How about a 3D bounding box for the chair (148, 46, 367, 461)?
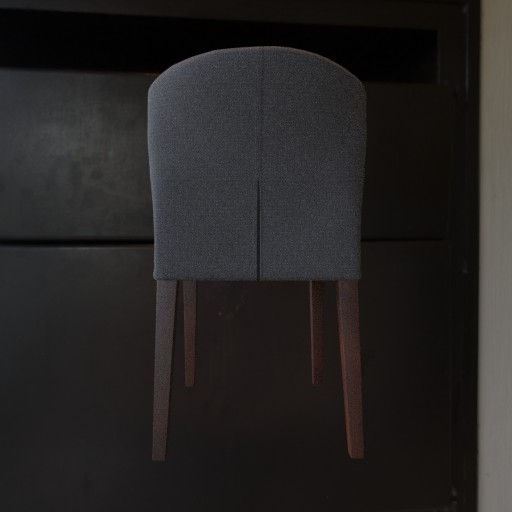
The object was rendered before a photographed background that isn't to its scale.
[{"bbox_3d":[0.000,0.000,1.160,0.491,0.839,0.589,0,1,-1],"label":"chair"}]
